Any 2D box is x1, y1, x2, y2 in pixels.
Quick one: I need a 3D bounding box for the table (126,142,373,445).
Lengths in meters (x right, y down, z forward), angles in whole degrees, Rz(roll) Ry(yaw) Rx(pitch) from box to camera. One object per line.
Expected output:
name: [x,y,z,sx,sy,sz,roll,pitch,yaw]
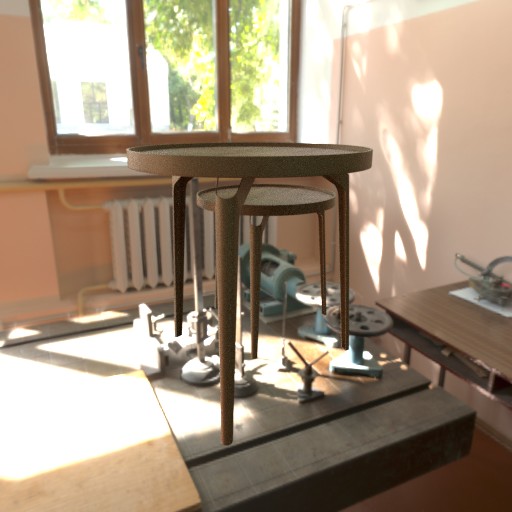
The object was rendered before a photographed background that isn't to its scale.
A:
table: [0.000,0.000,1.147,0.532,0.555,0.751,3,17,9]
